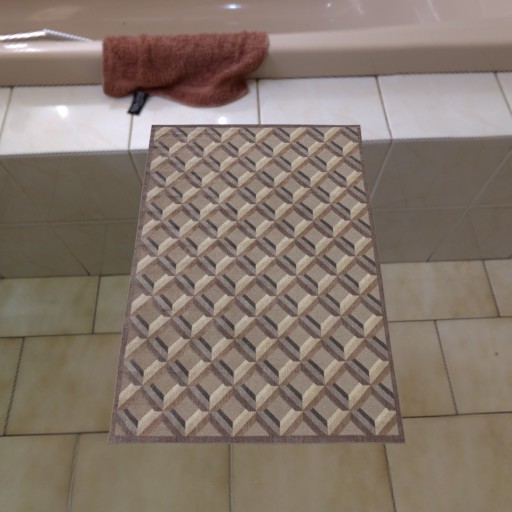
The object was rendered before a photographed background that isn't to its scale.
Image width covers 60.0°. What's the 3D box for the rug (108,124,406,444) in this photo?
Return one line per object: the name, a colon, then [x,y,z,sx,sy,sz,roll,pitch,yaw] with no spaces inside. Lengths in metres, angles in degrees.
rug: [0.000,0.000,2.880,1.600,0.013,2.260,0,63,0]
